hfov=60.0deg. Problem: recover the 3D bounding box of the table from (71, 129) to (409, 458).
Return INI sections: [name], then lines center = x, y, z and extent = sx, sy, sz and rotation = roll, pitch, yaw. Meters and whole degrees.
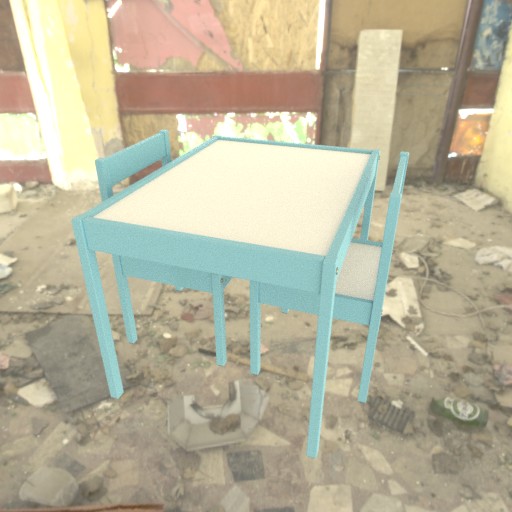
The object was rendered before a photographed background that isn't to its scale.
[table]
center = 0.000, 0.000, 1.093
extent = 0.633, 0.503, 0.639
rotation = 10, 31, 17
